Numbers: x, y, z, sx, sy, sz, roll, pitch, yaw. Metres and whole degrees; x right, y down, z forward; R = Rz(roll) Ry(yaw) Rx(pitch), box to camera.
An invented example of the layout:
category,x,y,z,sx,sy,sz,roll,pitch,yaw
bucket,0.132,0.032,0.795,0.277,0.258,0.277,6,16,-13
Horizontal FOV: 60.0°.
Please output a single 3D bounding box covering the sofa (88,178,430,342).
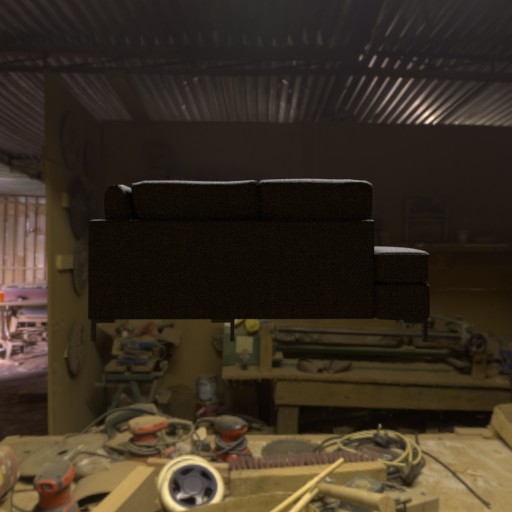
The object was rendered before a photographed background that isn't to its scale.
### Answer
category,x,y,z,sx,sy,sz,roll,pitch,yaw
sofa,0.000,0.000,4.320,2.048,0.999,3.423,0,0,-1
